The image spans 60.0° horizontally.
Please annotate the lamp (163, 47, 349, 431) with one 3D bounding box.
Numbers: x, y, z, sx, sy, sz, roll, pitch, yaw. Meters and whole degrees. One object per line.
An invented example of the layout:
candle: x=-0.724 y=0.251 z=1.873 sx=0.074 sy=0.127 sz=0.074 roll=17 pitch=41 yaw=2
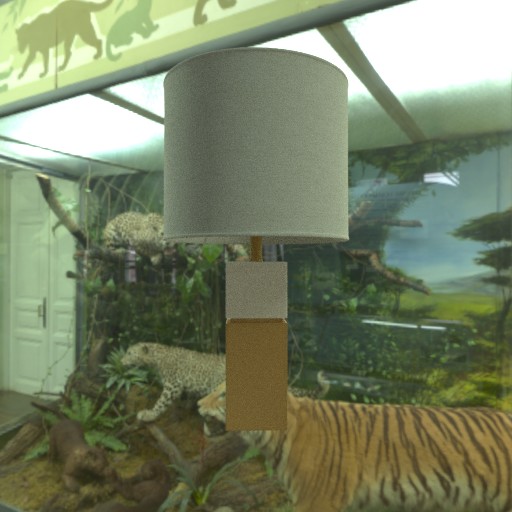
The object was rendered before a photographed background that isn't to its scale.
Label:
lamp: x=0.000 y=0.000 z=0.557 sx=0.229 sy=0.417 sz=0.229 roll=0 pitch=-1 yaw=-2
